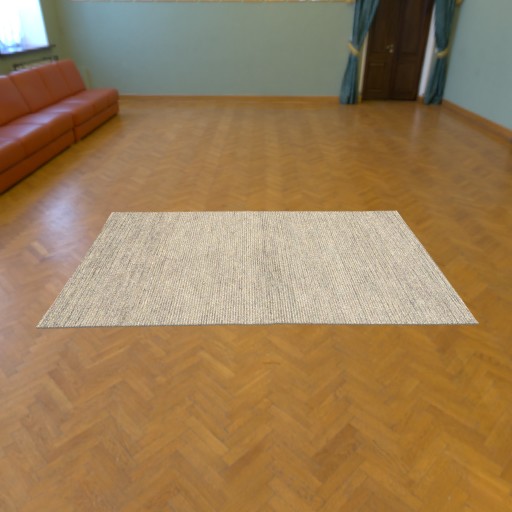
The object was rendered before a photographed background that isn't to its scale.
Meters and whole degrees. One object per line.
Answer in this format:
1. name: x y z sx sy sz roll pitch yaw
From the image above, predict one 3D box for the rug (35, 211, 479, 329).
1. rug: 0.000 0.000 2.292 1.804 0.022 1.162 0 29 -1
